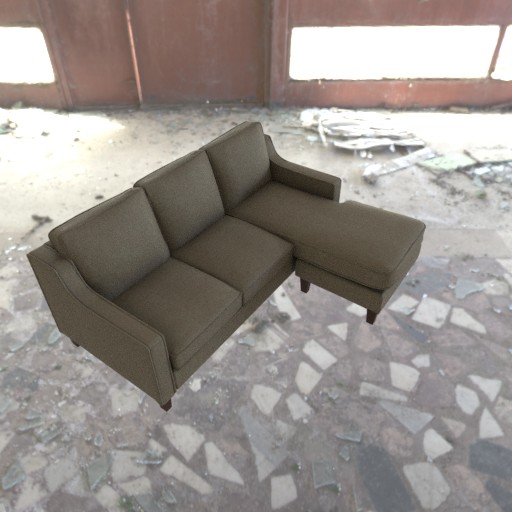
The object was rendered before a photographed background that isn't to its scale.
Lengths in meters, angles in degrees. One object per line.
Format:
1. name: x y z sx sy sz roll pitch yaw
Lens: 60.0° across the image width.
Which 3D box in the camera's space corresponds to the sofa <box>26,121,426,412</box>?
1. sofa: 0.000 0.000 3.270 1.858 1.081 2.317 24 45 27
